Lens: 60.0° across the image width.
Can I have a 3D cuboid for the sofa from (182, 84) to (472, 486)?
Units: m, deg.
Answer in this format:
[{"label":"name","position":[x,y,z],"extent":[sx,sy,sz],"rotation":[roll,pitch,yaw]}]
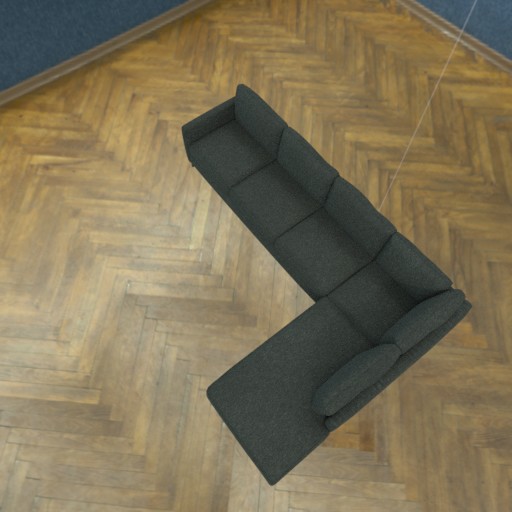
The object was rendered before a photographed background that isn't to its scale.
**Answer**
[{"label":"sofa","position":[0.000,0.000,3.814],"extent":[2.007,0.815,2.949],"rotation":[-35,68,-16]}]
